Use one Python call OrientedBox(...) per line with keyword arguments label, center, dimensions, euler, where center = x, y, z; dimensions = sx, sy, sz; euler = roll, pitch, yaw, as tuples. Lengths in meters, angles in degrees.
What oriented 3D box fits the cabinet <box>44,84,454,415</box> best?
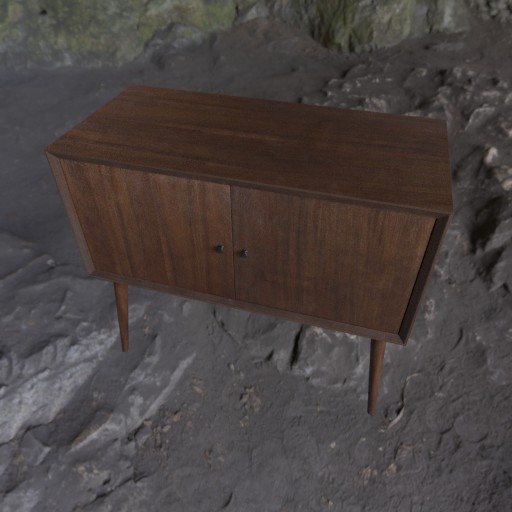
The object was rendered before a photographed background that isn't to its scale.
OrientedBox(label="cabinet", center=(0.000, 0.000, 1.110), dimensions=(0.743, 0.654, 0.354), euler=(11, 42, 12))
